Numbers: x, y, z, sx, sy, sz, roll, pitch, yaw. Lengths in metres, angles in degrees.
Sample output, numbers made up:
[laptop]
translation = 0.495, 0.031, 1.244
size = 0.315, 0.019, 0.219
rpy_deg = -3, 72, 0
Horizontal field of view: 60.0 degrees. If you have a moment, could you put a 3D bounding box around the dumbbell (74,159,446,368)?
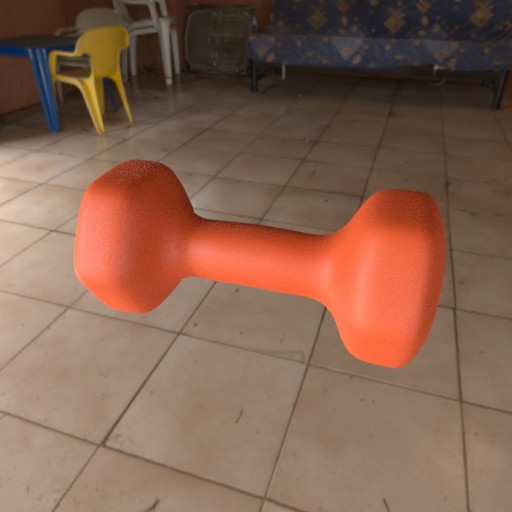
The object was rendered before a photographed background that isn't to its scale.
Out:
[dumbbell]
translation = 0.000, 0.000, 0.209
size = 0.162, 0.071, 0.079
rpy_deg = 10, 33, 15
